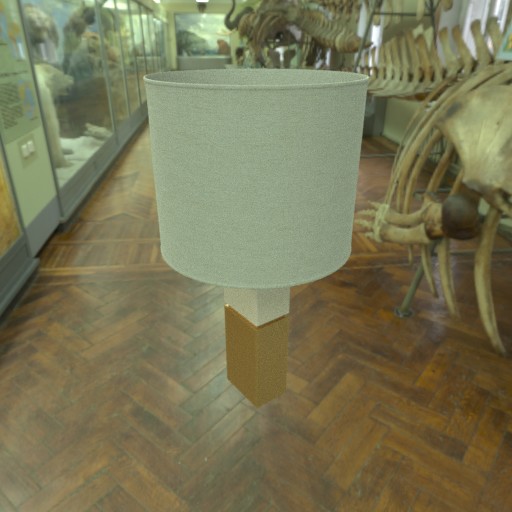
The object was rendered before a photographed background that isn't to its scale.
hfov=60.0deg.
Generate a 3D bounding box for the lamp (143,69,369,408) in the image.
[{"bbox_3d":[0.000,0.000,0.551,0.229,0.417,0.229,-18,31,-32],"label":"lamp"}]
